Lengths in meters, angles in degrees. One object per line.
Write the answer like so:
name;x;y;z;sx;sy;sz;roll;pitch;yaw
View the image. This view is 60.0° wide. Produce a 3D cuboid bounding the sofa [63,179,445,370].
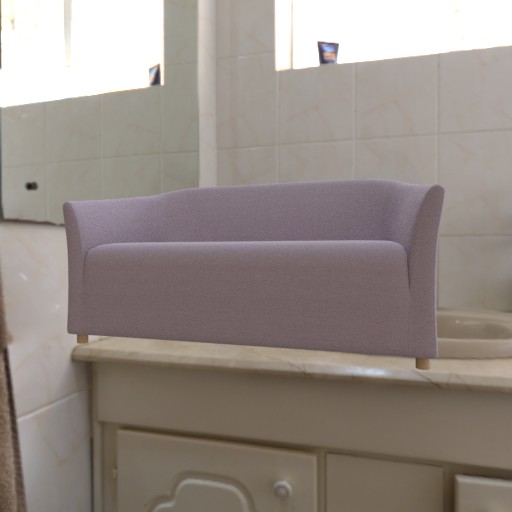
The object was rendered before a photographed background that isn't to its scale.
sofa;0.000;0.000;1.913;1.452;0.721;0.705;0;0;18
